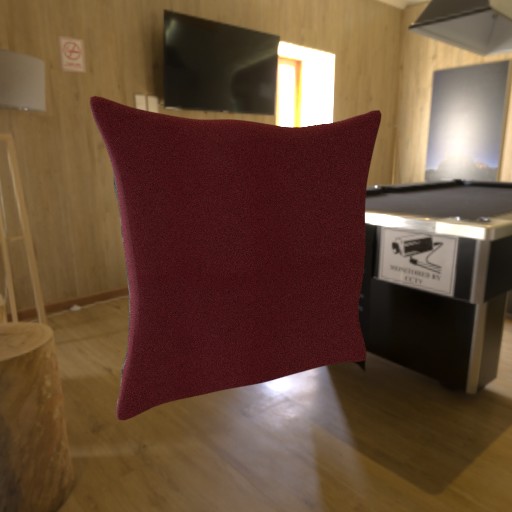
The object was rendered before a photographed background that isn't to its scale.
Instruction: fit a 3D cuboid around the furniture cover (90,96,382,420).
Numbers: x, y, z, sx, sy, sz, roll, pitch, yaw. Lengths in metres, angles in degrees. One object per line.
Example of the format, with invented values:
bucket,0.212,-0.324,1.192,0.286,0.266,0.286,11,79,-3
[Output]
furniture cover,0.000,0.000,0.784,0.514,0.513,0.163,-6,15,-25
